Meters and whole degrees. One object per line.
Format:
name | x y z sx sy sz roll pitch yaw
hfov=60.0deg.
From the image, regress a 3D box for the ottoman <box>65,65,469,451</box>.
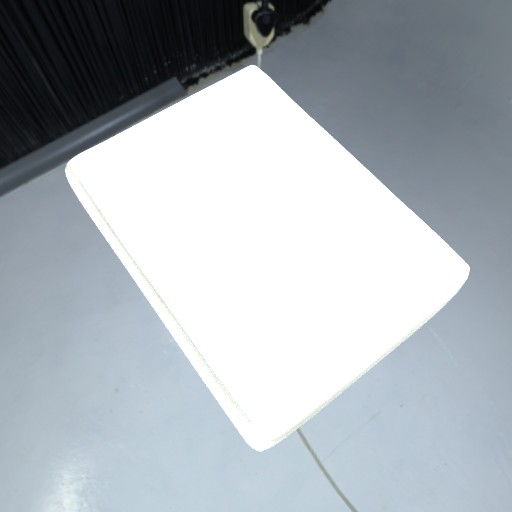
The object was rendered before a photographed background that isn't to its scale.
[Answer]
ottoman | 0.000 0.000 1.132 0.569 0.499 0.773 -34 69 -15
